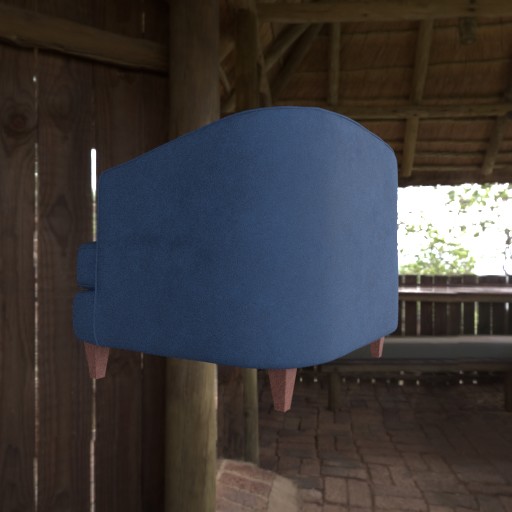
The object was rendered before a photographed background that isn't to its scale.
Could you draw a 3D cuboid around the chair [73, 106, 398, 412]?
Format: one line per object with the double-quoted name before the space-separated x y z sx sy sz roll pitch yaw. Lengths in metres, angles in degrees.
"chair" 0.000 0.000 1.749 0.940 0.852 1.094 0 0 34
